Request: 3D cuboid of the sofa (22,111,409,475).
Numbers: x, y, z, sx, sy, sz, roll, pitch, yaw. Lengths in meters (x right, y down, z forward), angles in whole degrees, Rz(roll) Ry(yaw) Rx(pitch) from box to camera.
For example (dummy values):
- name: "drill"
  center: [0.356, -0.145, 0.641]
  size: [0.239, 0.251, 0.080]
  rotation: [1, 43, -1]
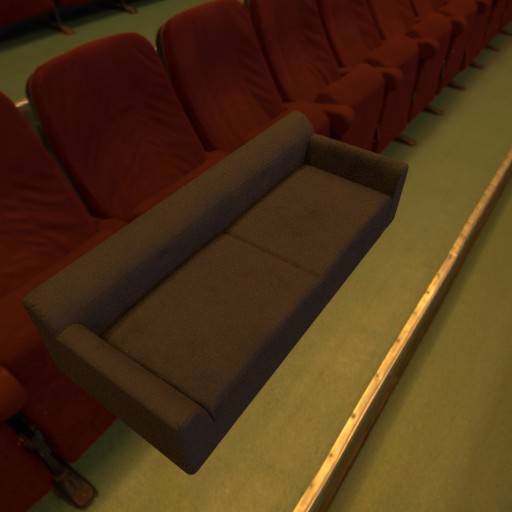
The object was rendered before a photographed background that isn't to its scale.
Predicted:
- name: "sofa"
  center: [0.000, 0.000, 2.557]
  size: [0.900, 0.740, 2.190]
  rotation: [26, 49, 25]
